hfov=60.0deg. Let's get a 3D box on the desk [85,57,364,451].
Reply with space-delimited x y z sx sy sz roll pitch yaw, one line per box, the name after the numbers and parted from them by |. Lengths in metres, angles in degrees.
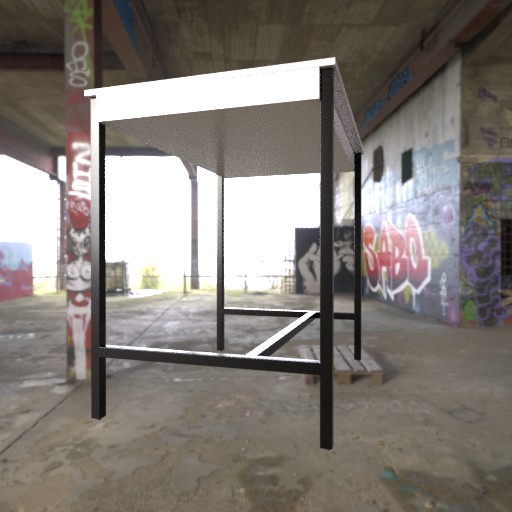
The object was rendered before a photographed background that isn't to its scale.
0.000 0.000 1.323 0.573 0.766 0.811 0 0 17 | desk
